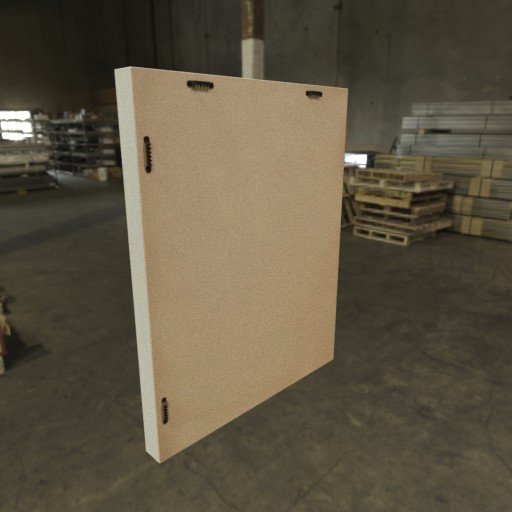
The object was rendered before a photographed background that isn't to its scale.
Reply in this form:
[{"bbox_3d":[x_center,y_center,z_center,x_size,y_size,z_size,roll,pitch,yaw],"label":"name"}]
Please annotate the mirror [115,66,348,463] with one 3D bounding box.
[{"bbox_3d":[0.000,0.000,0.688,0.405,0.508,0.041,-16,22,-43],"label":"mirror"}]
